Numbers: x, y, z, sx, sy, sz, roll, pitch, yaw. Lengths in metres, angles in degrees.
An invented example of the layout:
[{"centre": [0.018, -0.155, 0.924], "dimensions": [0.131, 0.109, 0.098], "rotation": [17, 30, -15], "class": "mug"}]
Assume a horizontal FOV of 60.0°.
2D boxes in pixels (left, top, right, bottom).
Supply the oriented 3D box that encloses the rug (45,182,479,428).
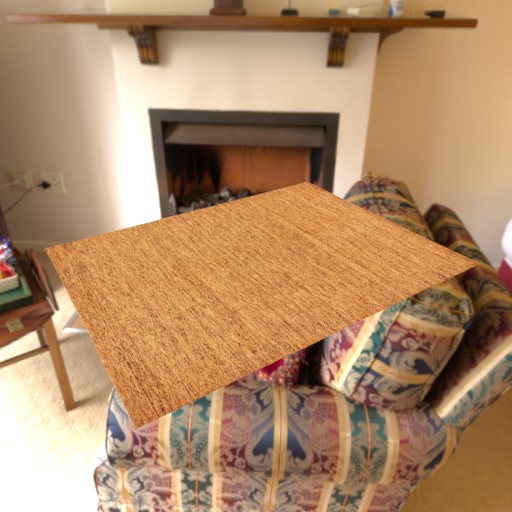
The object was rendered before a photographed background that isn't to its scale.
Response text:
[{"centre": [0.000, 0.000, 4.096], "dimensions": [3.200, 0.012, 2.438], "rotation": [-18, 35, -28], "class": "rug"}]
